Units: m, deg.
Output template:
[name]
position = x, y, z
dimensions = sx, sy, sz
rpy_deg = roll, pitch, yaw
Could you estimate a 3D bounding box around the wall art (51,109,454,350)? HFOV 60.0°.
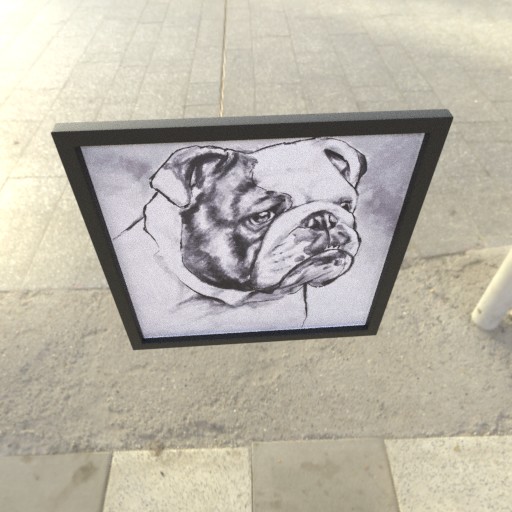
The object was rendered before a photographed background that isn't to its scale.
[wall art]
position = 0.000, 0.000, 0.670
dimensions = 0.456, 0.453, 0.022
rpy_deg = -3, 47, -3
